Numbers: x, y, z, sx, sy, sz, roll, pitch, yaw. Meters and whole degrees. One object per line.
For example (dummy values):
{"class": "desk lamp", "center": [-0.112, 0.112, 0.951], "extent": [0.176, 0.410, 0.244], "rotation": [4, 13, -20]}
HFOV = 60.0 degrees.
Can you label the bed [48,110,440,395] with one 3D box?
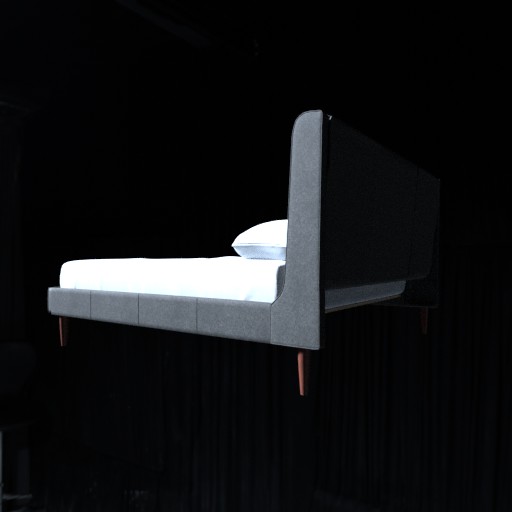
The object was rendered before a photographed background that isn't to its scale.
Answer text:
{"class": "bed", "center": [0.000, 0.000, 2.493], "extent": [1.638, 0.933, 1.531], "rotation": [0, 0, 36]}
